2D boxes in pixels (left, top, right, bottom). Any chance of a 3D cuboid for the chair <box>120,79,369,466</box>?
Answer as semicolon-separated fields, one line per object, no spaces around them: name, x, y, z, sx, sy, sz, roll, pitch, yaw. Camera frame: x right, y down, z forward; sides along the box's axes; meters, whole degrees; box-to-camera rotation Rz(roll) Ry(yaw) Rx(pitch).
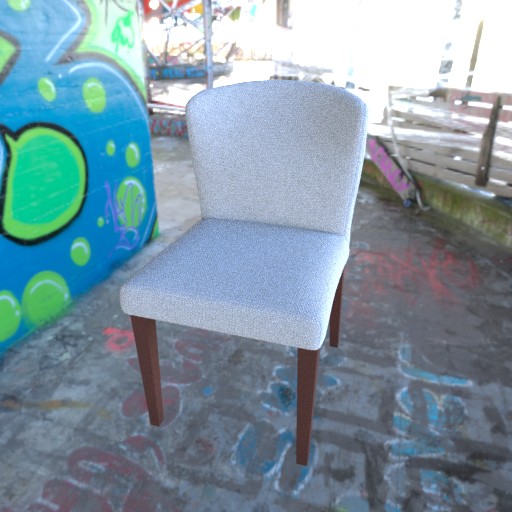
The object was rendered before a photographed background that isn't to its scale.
chair;0.000;0.000;1.190;0.491;0.839;0.589;8;28;16
